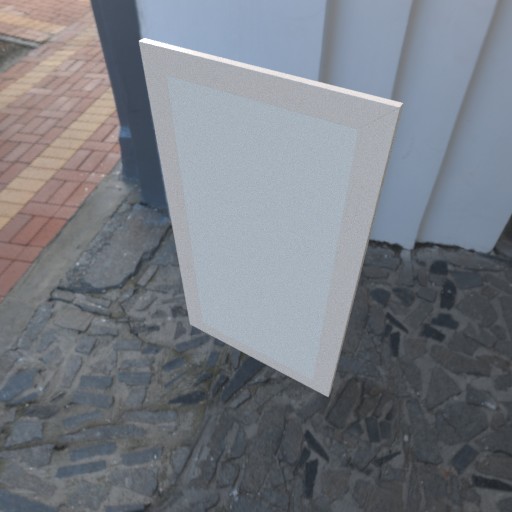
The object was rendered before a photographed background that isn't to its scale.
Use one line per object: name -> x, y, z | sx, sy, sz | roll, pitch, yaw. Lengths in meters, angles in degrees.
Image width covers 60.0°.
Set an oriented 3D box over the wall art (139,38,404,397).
wall art -> 0.000, 0.000, 0.808 | 0.380, 0.683, 0.013 | 23, 50, 21
